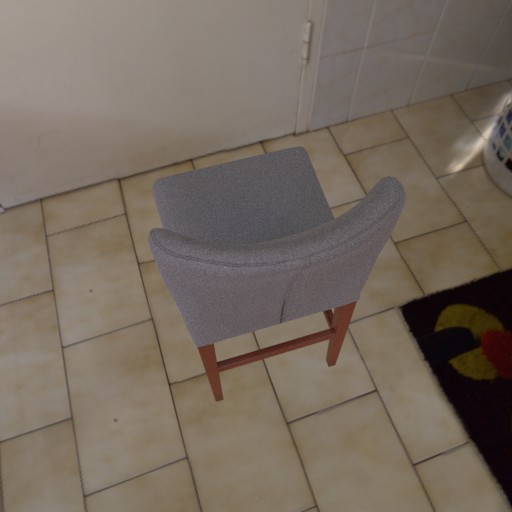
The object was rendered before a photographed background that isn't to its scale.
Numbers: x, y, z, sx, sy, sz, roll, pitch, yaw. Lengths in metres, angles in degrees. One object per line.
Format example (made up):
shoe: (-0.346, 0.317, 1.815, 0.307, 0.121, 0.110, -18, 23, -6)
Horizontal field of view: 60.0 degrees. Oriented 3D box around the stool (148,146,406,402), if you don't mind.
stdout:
stool: (0.000, 0.000, 1.251, 0.481, 0.968, 0.568, -15, 62, -8)
